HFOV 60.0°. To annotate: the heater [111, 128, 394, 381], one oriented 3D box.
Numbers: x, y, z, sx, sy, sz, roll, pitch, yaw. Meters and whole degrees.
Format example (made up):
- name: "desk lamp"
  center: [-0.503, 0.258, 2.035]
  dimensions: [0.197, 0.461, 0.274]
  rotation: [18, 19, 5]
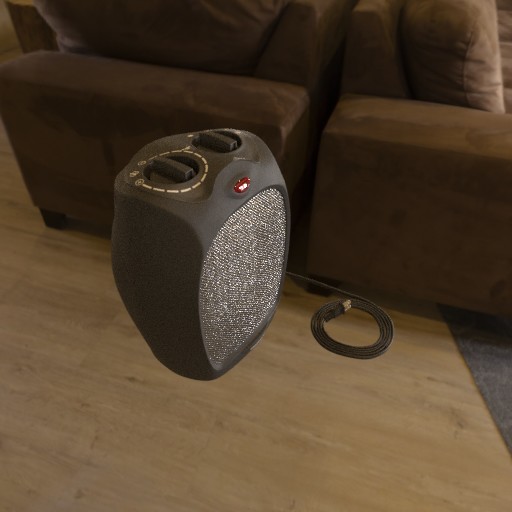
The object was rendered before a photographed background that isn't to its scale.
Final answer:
- name: "heater"
  center: [0.000, 0.000, 0.464]
  dimensions: [0.291, 0.240, 0.239]
  rotation: [24, 46, 25]
